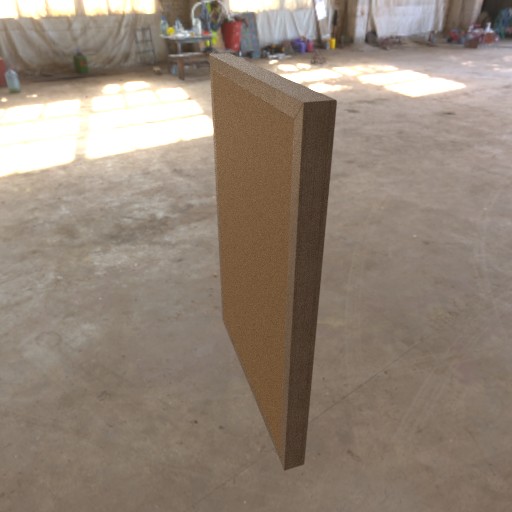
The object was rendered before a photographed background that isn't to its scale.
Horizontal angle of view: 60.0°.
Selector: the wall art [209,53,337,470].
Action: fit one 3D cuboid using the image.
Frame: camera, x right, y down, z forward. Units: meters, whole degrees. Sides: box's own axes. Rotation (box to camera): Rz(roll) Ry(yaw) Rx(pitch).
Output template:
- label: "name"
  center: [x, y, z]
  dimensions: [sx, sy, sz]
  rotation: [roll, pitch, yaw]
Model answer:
- label: "wall art"
  center: [0.000, 0.000, 0.653]
  dimensions: [0.031, 0.509, 0.356]
  rotation: [-10, 32, -15]
